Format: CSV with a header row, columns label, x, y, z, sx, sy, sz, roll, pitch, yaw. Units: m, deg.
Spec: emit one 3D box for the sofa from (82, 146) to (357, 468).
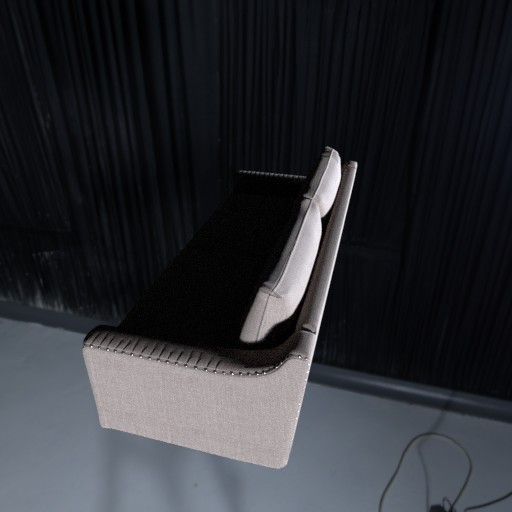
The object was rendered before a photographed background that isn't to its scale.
label,x,y,z,sx,sy,sz,roll,pitch,yaw
sofa,0.000,0.000,2.713,1.000,0.857,2.208,8,32,13
